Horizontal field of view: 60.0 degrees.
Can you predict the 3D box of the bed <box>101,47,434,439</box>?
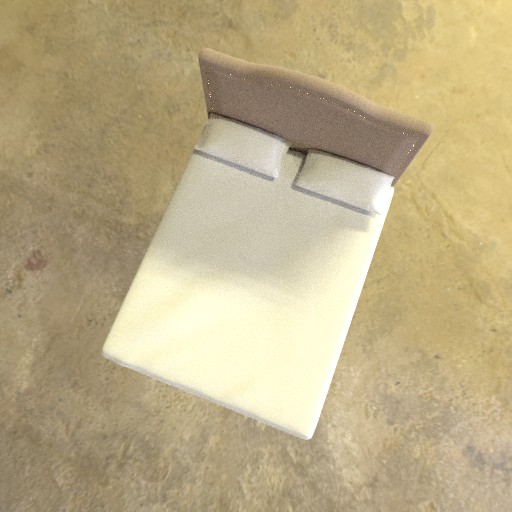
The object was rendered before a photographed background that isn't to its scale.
[{"bbox_3d":[0.000,0.000,3.398,1.821,1.436,2.282,21,76,5],"label":"bed"}]
